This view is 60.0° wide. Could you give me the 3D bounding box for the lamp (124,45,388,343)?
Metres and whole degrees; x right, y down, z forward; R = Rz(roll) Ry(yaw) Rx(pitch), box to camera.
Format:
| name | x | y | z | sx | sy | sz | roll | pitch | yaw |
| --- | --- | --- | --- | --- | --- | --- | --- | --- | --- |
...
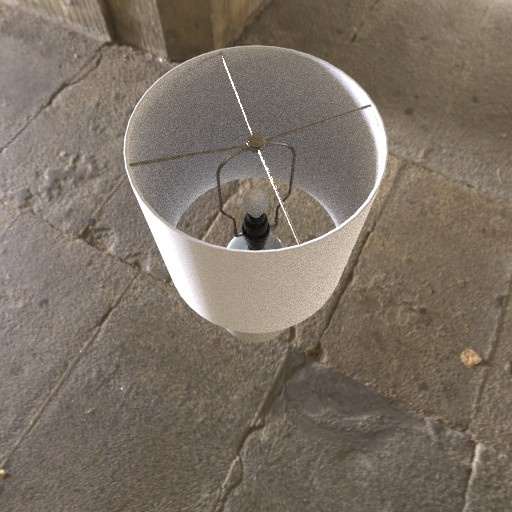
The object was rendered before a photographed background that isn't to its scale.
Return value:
| name | x | y | z | sx | sy | sz | roll | pitch | yaw |
| --- | --- | --- | --- | --- | --- | --- | --- | --- | --- |
| lamp | 0.000 | 0.000 | 0.569 | 0.217 | 0.453 | 0.217 | -16 | 65 | -8 |
